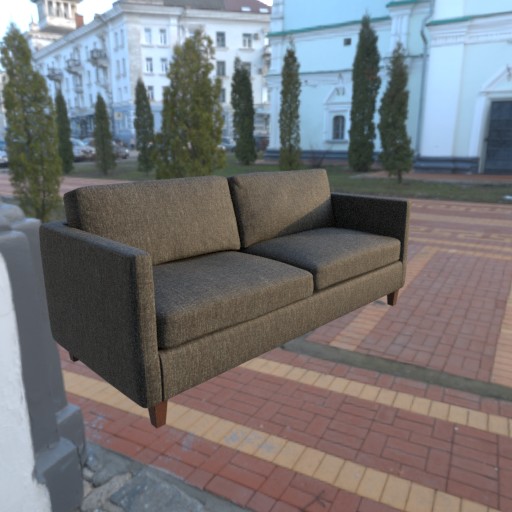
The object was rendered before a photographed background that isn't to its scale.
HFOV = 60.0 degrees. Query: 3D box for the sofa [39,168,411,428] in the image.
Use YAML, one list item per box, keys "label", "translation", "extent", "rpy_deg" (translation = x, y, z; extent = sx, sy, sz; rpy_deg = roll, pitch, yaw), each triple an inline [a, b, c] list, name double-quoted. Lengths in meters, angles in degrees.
- label: "sofa"
  translation: [0.000, 0.000, 2.720]
  extent: [0.948, 0.960, 2.208]
  rpy_deg: [14, 20, 43]
